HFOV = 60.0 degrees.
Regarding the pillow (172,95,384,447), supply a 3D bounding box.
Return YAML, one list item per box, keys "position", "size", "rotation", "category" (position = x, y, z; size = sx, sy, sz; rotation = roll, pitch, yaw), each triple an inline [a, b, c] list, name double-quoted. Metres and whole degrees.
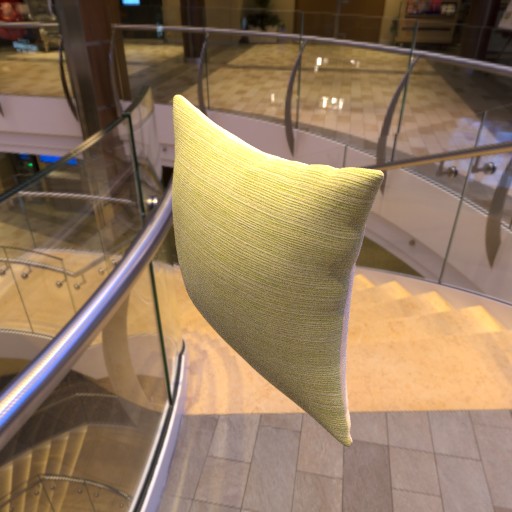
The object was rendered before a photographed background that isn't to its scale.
- position: [0.000, 0.000, 0.820]
  size: [0.229, 0.487, 0.560]
  rotation: [-21, 37, -29]
  category: "pillow"
